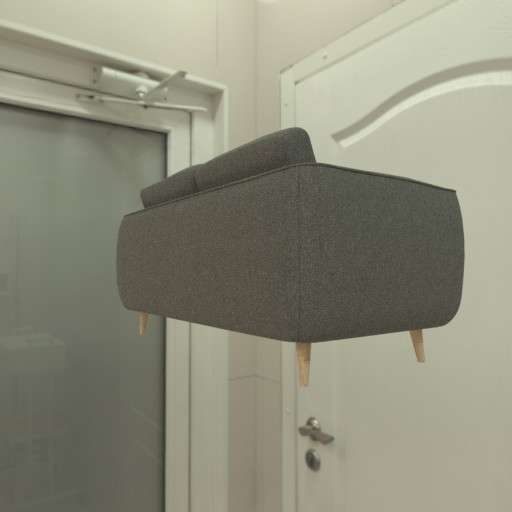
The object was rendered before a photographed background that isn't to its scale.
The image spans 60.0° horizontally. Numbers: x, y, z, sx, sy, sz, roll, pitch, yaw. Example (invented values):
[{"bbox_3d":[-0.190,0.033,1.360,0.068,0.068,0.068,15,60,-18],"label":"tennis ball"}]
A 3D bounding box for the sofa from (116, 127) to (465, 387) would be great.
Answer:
[{"bbox_3d":[0.000,0.000,2.168,0.920,0.870,1.700,1,-2,-35],"label":"sofa"}]
